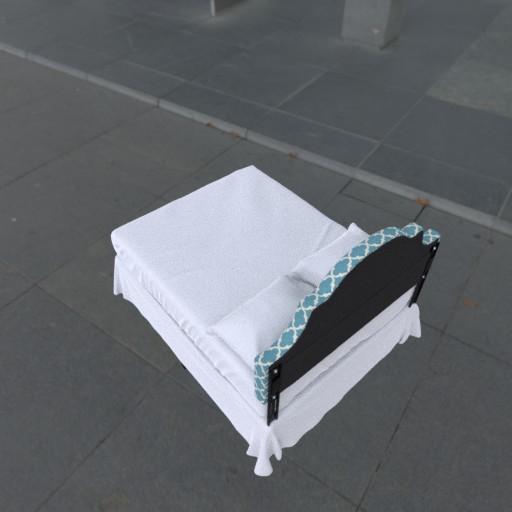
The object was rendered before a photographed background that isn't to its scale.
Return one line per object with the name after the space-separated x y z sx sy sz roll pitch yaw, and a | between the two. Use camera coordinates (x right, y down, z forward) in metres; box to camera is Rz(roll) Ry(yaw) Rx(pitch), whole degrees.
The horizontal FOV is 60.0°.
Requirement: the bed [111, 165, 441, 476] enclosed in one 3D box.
0.000 0.000 3.435 1.780 1.633 2.222 -31 53 -27 | bed
